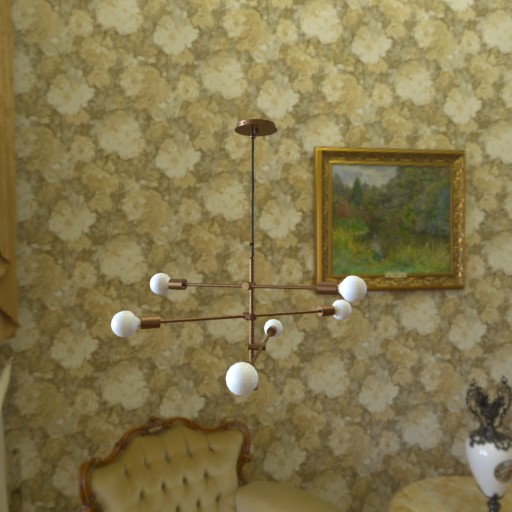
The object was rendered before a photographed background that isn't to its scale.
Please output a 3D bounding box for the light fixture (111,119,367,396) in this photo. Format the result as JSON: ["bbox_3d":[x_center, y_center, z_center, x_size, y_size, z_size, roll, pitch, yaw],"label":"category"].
[{"bbox_3d":[0.000,0.000,1.247,0.637,0.744,0.682,-1,-1,36],"label":"light fixture"}]
